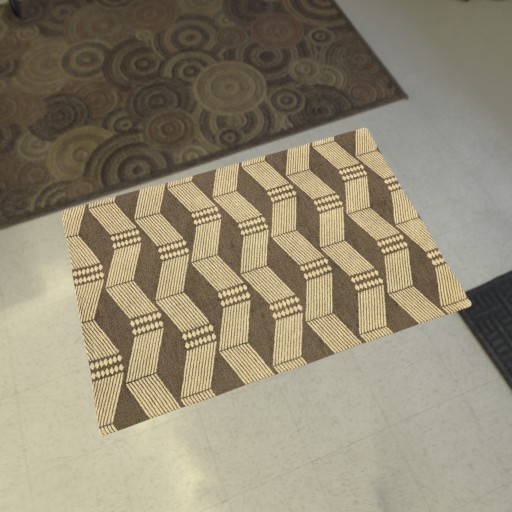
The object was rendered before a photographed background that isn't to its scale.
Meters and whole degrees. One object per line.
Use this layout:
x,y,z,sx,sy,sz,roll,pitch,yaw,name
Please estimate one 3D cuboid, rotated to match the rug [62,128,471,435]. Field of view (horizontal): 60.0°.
0.000,0.000,2.297,1.833,0.016,1.210,-17,65,-8,rug
